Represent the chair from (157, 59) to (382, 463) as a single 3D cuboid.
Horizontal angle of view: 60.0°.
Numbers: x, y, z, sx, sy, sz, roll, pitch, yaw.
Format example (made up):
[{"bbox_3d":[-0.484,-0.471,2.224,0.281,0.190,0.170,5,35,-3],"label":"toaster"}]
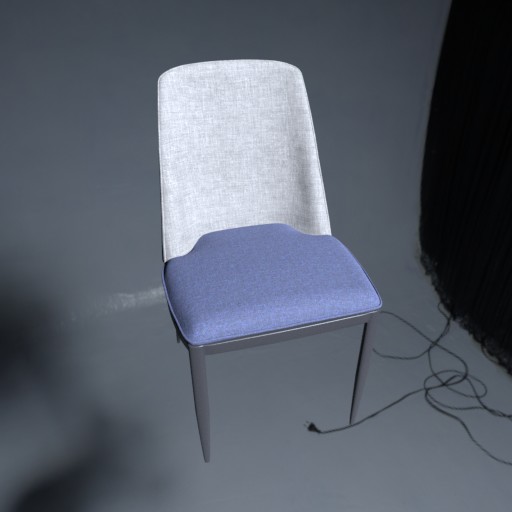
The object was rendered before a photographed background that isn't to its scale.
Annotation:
[{"bbox_3d":[0.000,0.000,1.143,0.488,0.855,0.550,-9,34,-13],"label":"chair"}]
